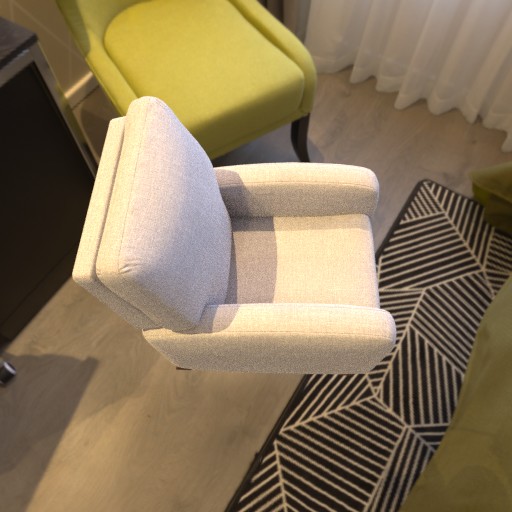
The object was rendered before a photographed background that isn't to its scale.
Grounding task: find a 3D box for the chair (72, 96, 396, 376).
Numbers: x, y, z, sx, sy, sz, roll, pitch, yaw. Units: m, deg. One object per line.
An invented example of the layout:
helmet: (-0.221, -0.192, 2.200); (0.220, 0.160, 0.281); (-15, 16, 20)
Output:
chair: (0.000, 0.000, 1.689); (0.990, 0.990, 0.762); (2, 62, 1)
